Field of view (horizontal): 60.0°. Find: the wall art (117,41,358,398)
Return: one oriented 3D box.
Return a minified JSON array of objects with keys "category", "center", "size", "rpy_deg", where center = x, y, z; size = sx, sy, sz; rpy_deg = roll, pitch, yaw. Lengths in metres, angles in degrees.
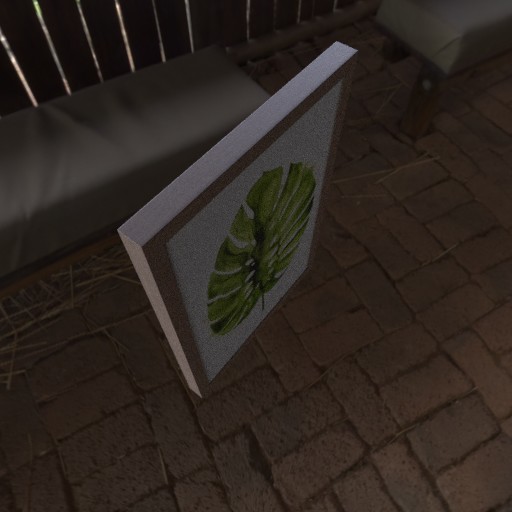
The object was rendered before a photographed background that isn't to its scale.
[{"category":"wall art","center":[0.000,0.000,0.678],"size":[0.032,0.510,0.358],"rpy_deg":[34,64,19]}]
